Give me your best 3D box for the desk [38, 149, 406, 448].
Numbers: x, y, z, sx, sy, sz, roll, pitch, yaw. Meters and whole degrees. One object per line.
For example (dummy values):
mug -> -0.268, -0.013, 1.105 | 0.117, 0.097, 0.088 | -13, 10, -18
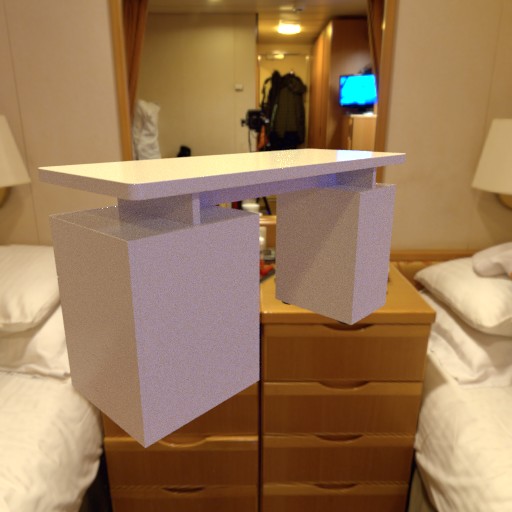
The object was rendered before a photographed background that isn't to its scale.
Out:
desk -> 0.000, 0.000, 1.780 | 0.550, 0.762, 1.400 | 15, 22, 41
